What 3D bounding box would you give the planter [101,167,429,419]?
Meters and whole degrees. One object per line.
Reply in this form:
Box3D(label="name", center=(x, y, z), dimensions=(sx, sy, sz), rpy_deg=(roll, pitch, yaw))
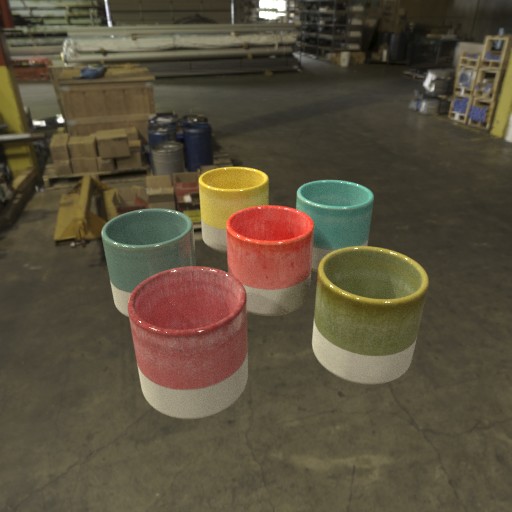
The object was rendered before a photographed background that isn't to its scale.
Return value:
Box3D(label="planter", center=(0.000, 0.000, 0.402), dimensions=(0.257, 0.075, 0.286), rpy_deg=(-8, 30, -14))
